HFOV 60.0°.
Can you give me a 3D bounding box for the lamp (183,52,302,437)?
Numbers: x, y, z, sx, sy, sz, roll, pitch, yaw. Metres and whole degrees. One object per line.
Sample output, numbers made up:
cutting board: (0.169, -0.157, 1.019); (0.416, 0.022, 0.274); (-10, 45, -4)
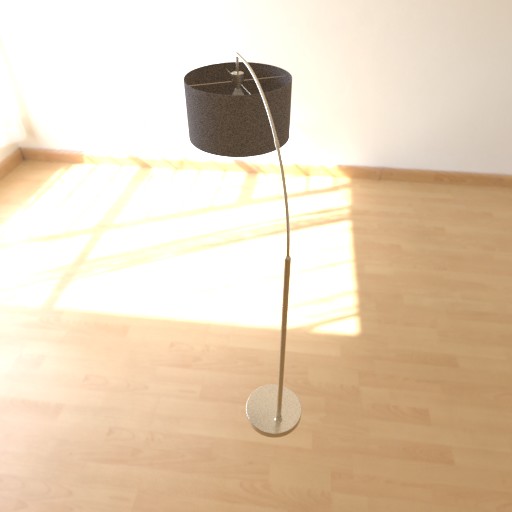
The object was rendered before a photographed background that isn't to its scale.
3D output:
lamp: (0.000, 0.000, 2.154); (0.452, 1.735, 0.934); (-12, 40, -14)
